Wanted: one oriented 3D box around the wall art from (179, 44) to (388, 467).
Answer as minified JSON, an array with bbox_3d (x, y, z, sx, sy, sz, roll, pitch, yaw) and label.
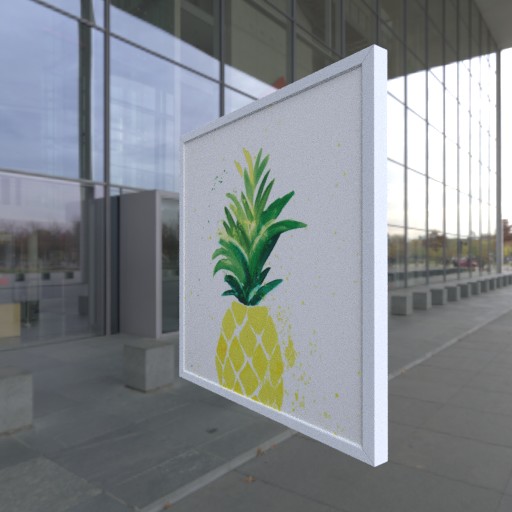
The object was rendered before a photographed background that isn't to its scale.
[{"bbox_3d":[0.000,0.000,1.115,0.038,0.761,0.763,0,0,-37],"label":"wall art"}]
